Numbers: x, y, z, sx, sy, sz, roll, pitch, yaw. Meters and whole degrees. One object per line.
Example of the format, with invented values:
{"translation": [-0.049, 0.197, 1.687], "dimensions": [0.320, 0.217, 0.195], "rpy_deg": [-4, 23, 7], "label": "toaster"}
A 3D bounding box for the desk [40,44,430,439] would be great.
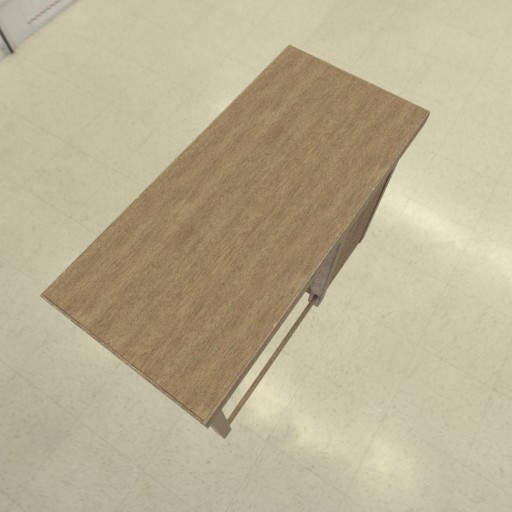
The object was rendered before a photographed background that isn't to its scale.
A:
{"translation": [0.000, 0.000, 1.827], "dimensions": [0.610, 0.912, 1.289], "rpy_deg": [33, 68, 15], "label": "desk"}
